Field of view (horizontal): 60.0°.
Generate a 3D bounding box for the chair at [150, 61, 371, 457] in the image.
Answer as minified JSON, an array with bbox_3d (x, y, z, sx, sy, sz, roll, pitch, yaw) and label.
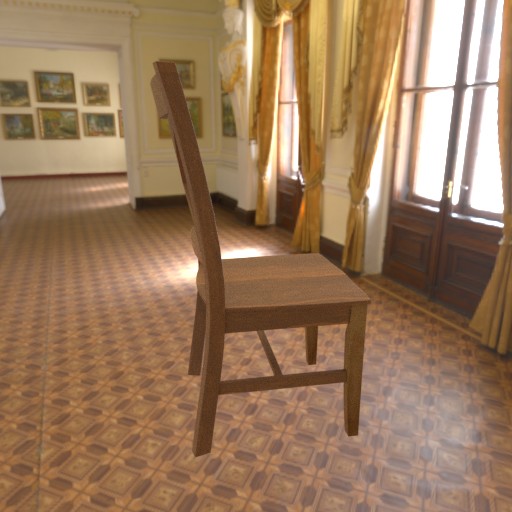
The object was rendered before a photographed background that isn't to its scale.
[{"bbox_3d":[0.000,0.000,1.298,0.542,0.983,0.485,-3,17,-10],"label":"chair"}]
